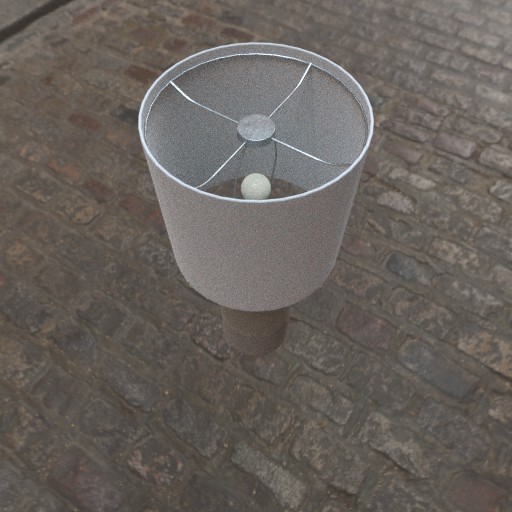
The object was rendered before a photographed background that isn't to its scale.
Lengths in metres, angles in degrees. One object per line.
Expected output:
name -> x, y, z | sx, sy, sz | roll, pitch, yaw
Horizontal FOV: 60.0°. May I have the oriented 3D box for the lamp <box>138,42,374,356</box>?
lamp -> 0.000, 0.000, 0.610 | 0.212, 0.493, 0.212 | 29, 62, 17
